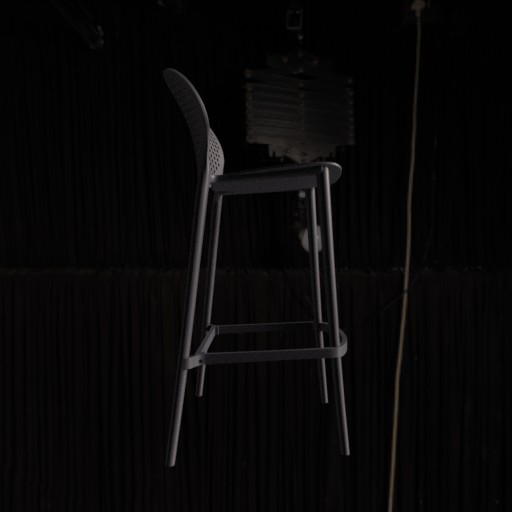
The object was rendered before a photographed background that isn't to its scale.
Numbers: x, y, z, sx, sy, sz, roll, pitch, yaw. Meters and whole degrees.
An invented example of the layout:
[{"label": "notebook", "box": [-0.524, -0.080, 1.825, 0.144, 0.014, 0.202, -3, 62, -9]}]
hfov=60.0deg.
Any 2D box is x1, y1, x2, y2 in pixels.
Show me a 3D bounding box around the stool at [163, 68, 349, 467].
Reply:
[{"label": "stool", "box": [0.000, 0.000, 1.359, 0.535, 1.045, 0.536, 0, 2, 1]}]
